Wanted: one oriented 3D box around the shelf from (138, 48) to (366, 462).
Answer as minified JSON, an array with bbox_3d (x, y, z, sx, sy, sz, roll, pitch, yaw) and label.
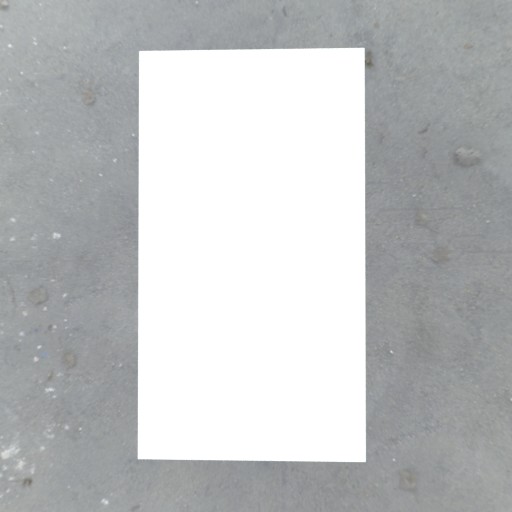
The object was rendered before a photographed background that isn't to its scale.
[{"bbox_3d":[0.000,0.000,1.346,0.498,0.750,0.902,0,89,2],"label":"shelf"}]
